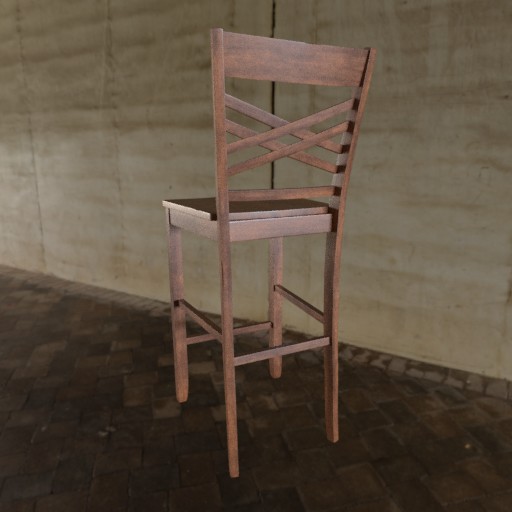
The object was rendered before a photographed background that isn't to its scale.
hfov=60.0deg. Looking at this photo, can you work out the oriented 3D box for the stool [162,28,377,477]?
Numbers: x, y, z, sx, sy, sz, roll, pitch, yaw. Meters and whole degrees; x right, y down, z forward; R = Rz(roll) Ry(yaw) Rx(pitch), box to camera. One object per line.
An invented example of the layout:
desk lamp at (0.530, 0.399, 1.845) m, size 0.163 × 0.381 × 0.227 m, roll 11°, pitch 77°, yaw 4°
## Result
stool at (0.000, 0.000, 1.321) m, size 0.433 × 1.105 × 0.487 m, roll -7°, pitch 15°, yaw -26°
